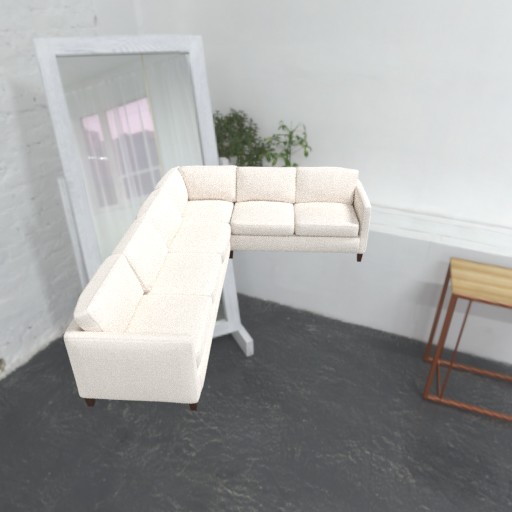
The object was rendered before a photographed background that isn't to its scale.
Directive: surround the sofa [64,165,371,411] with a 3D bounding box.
[{"bbox_3d":[0.000,0.000,4.529,2.593,0.947,3.302,1,30,2],"label":"sofa"}]
